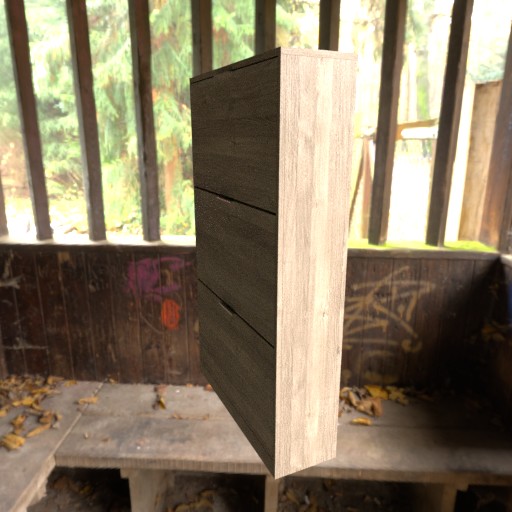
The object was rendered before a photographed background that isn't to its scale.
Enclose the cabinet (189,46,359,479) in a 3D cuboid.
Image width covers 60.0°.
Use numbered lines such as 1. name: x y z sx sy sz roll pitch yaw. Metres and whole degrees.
1. cabinet: 0.000 0.000 1.627 0.250 1.280 0.750 -7 17 -24
